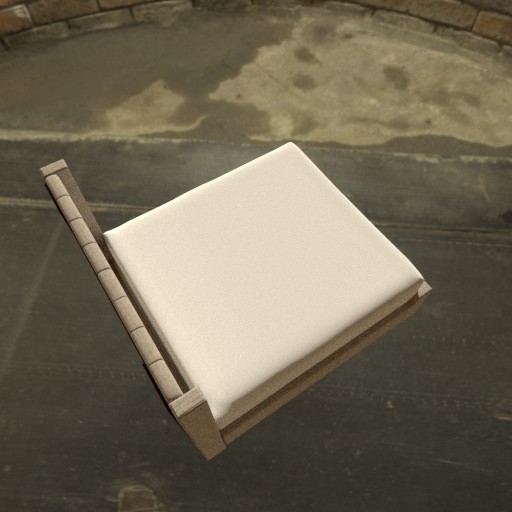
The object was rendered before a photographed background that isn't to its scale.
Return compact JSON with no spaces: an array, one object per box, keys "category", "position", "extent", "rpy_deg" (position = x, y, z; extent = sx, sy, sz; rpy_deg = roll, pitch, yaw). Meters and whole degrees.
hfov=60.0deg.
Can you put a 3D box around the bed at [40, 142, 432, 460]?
[{"category":"bed","position":[0.000,0.000,3.767],"extent":[2.372,1.748,2.044],"rpy_deg":[-30,63,-17]}]
